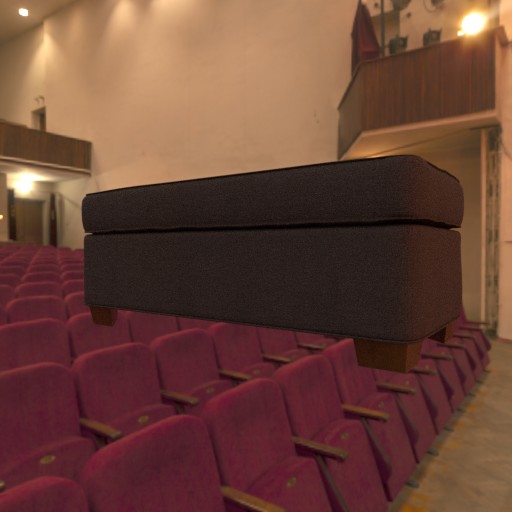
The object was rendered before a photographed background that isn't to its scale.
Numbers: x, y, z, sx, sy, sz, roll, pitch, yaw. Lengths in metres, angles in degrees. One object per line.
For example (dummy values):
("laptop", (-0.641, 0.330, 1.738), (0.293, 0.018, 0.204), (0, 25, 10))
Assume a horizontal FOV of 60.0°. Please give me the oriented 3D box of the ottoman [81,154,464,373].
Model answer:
("ottoman", (0.000, 0.000, 1.364), (1.110, 0.460, 0.515), (1, 1, 35))
